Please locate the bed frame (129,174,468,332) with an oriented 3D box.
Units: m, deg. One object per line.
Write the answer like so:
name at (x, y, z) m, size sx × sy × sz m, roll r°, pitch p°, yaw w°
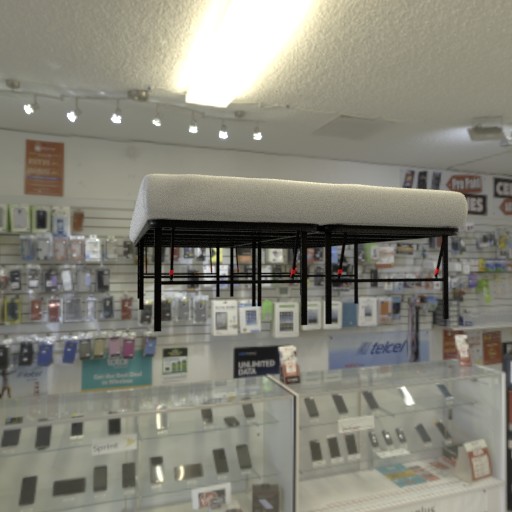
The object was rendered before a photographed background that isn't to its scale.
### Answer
bed frame at (0.000, 0.000, 2.927) m, size 1.584 × 0.667 × 2.151 m, roll 0°, pitch -1°, yaw -17°
